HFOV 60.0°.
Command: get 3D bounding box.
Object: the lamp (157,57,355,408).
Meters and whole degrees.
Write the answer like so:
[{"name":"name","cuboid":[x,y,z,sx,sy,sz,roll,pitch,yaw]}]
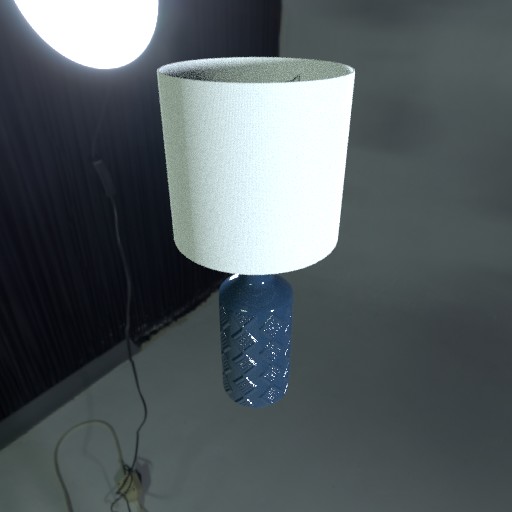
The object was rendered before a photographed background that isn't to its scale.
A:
[{"name":"lamp","cuboid":[0.000,0.000,0.585,0.207,0.461,0.207,17,34,28]}]
